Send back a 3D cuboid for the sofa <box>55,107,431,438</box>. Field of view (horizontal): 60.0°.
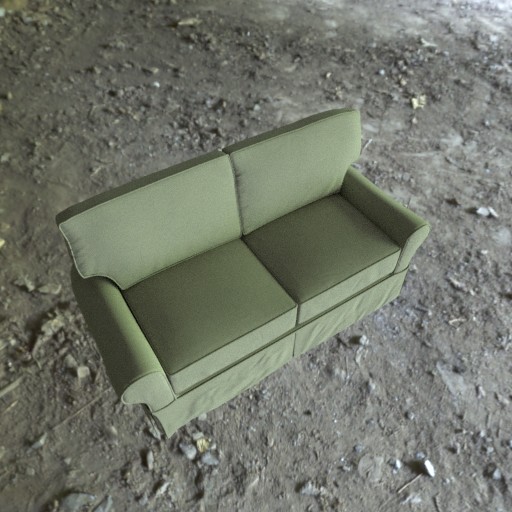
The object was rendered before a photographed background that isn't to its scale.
[{"bbox_3d":[0.000,0.000,2.371,1.823,1.024,0.841,-26,53,-21],"label":"sofa"}]
